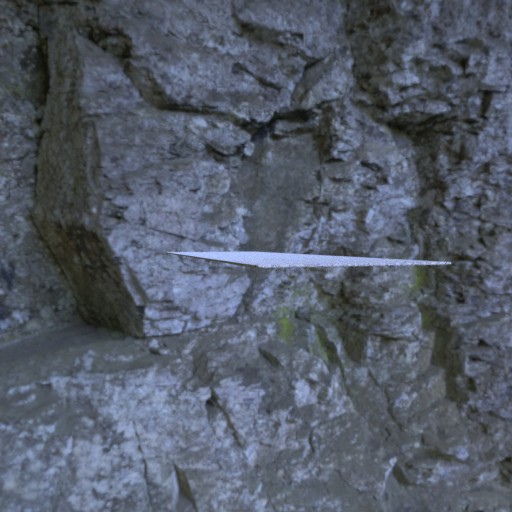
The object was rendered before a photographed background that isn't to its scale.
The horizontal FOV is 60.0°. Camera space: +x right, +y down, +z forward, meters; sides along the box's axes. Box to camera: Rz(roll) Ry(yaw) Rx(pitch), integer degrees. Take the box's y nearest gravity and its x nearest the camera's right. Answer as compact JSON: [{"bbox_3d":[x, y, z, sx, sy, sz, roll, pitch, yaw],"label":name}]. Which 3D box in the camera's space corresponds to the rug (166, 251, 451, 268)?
[{"bbox_3d":[0.000,0.000,2.731,0.807,0.013,2.436,-1,2,-18],"label":"rug"}]
